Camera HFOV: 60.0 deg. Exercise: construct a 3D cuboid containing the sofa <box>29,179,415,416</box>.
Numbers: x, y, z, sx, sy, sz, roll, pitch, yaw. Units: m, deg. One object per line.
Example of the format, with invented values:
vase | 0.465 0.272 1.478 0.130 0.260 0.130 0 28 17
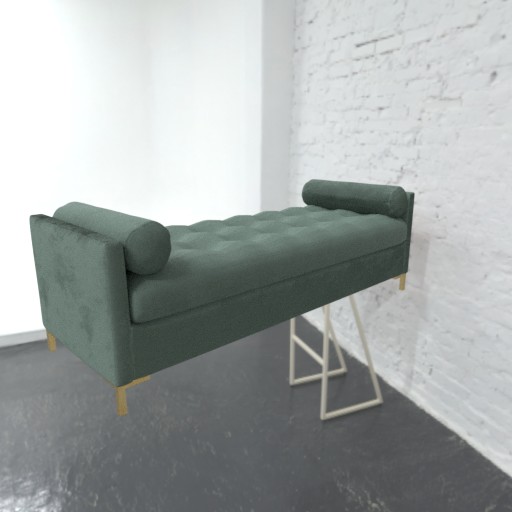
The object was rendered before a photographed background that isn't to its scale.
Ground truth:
sofa | 0.000 0.000 2.469 2.102 0.705 0.796 -14 20 -42
